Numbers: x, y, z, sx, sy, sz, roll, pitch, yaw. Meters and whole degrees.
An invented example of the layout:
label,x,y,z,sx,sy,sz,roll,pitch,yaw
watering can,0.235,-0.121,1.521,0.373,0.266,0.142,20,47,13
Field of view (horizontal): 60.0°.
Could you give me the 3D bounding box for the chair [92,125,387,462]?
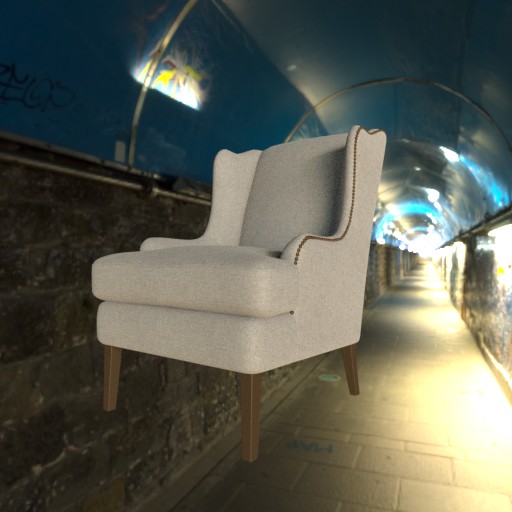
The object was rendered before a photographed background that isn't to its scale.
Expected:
label,x,y,z,sx,sy,sz,roll,pitch,yaw
chair,0.000,0.000,1.649,0.737,1.029,0.940,0,1,37
